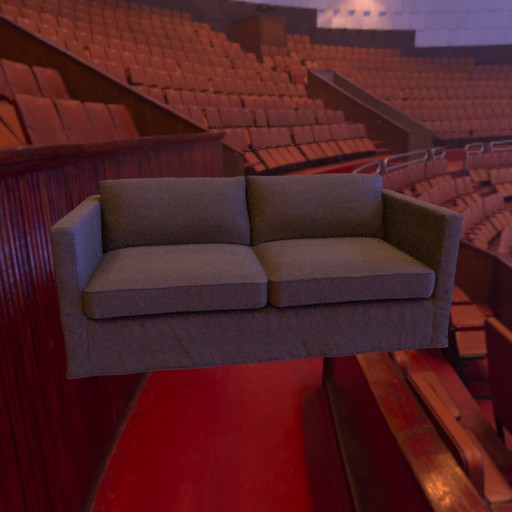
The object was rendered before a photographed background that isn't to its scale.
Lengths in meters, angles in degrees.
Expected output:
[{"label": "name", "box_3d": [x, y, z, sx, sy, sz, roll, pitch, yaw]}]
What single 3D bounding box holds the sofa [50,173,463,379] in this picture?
[{"label": "sofa", "box_3d": [0.000, 0.000, 2.542, 1.982, 0.855, 0.953, -3, 17, -9]}]
